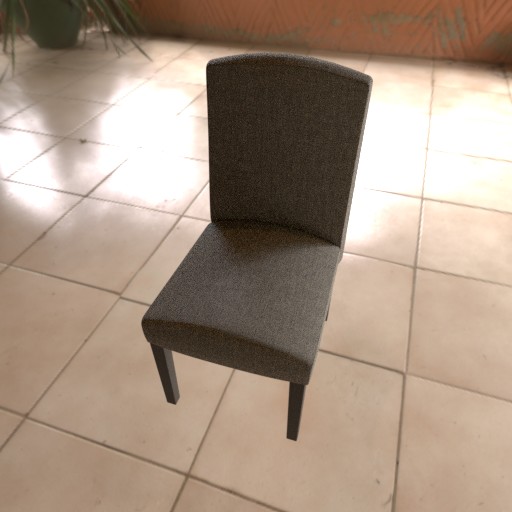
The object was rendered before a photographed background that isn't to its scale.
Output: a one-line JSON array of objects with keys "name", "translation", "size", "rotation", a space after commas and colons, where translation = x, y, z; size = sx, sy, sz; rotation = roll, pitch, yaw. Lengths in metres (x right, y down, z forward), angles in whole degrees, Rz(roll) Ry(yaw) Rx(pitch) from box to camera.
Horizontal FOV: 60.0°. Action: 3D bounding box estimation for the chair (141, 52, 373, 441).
[{"name": "chair", "translation": [0.000, 0.000, 1.236], "size": [0.451, 0.917, 0.580], "rotation": [12, 42, 13]}]
